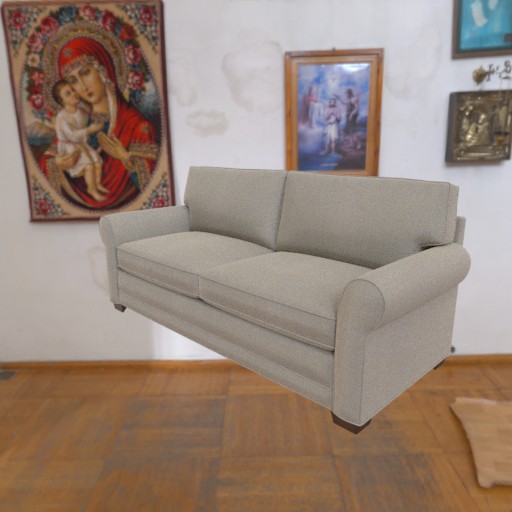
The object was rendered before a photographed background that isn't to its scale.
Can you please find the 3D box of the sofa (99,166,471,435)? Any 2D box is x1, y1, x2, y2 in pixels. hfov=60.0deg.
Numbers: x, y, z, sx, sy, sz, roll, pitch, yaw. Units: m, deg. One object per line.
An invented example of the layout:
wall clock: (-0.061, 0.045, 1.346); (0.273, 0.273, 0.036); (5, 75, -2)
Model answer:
sofa: (0.000, 0.000, 2.587); (2.146, 0.962, 0.901); (14, 20, 43)
